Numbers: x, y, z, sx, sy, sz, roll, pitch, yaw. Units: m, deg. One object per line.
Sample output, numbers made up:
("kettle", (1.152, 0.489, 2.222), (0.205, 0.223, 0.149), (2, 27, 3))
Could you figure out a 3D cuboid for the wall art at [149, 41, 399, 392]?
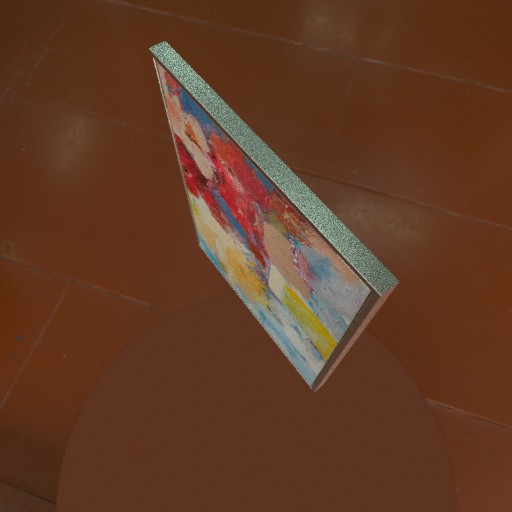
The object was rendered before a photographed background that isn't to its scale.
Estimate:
("wall art", (0.000, 0.000, 0.774), (0.025, 0.569, 0.444), (-34, 68, -15))
